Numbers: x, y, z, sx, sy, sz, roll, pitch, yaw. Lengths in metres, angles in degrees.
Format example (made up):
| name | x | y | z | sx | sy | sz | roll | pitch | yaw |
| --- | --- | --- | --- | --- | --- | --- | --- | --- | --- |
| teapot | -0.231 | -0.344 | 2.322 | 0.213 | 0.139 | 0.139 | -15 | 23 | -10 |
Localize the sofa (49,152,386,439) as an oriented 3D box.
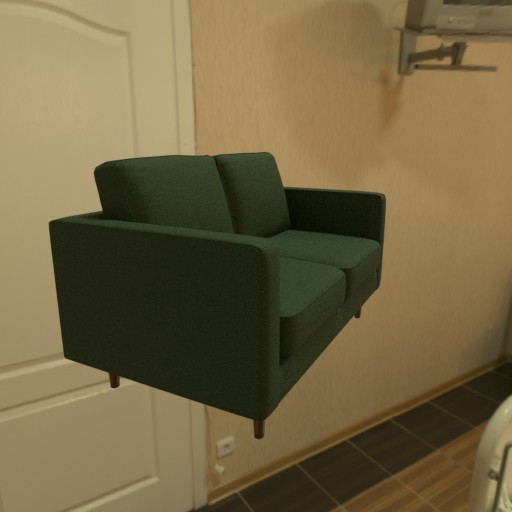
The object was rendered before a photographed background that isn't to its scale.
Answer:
| name | x | y | z | sx | sy | sz | roll | pitch | yaw |
| --- | --- | --- | --- | --- | --- | --- | --- | --- | --- |
| sofa | 0.000 | 0.000 | 2.004 | 0.879 | 0.899 | 1.430 | 8 | 16 | 27 |
